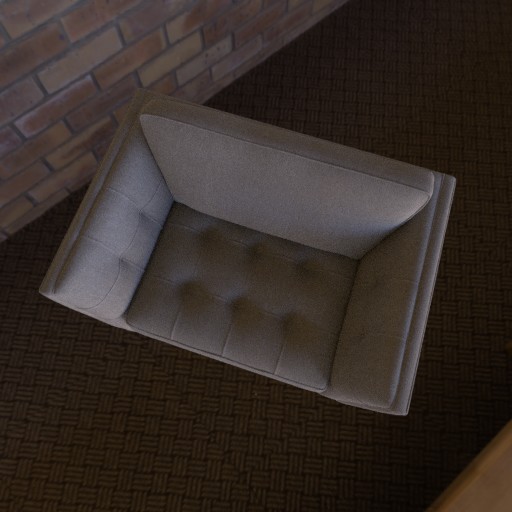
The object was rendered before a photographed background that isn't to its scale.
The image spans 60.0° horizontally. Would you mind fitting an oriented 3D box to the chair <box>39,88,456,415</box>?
[{"bbox_3d":[0.000,0.000,2.002,1.396,0.942,0.965,17,73,5],"label":"chair"}]
